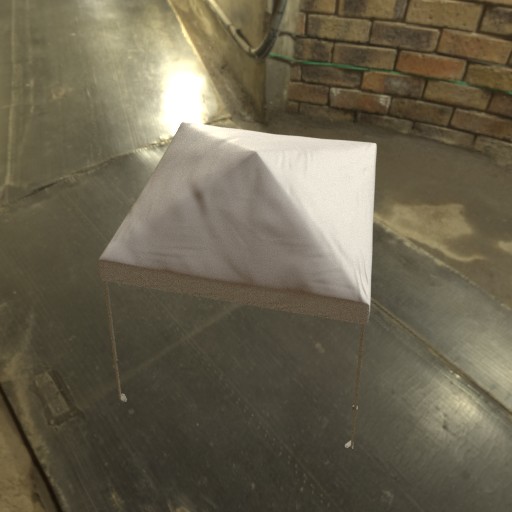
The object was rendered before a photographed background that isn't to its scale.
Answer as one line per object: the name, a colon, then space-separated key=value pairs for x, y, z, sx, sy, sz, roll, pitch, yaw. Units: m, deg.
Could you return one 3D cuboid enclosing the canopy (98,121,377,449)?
canopy: x=0.000 y=0.000 z=6.503 sx=3.599 sy=3.600 sz=3.600 roll=9 pitch=48 yaw=8
